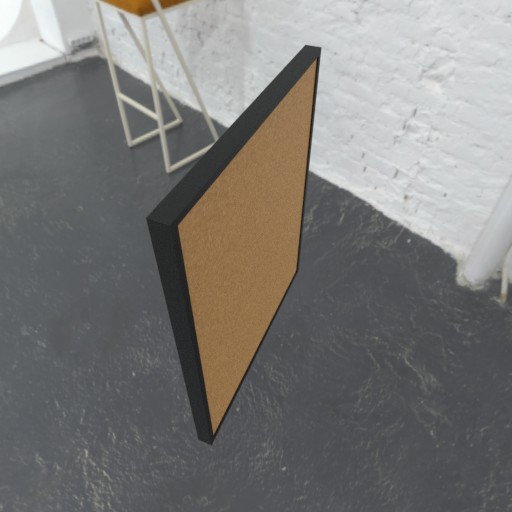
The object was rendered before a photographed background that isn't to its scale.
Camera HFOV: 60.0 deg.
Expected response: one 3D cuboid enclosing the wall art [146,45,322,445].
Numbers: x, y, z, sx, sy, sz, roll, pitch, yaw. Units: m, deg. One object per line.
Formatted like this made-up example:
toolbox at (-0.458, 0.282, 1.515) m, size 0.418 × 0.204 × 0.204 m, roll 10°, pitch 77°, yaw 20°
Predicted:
wall art at (0.000, 0.000, 0.541) m, size 0.019 × 0.381 × 0.330 m, roll 17°, pitch 49°, yaw 16°
